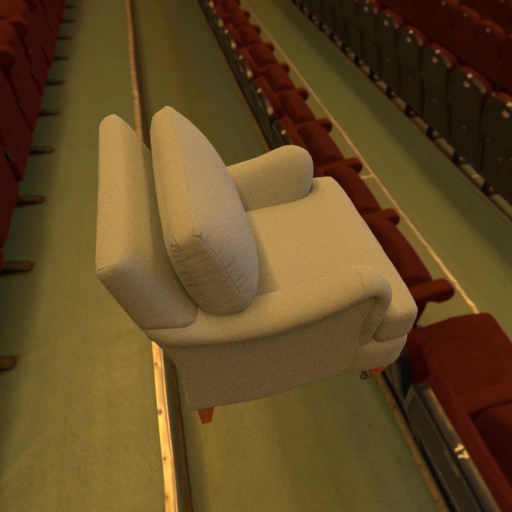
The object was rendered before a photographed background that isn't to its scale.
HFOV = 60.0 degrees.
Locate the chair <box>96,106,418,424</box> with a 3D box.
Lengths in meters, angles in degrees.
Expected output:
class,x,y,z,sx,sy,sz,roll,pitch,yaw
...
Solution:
class,x,y,z,sx,sy,sz,roll,pitch,yaw
chair,0.000,0.000,1.852,1.070,1.038,0.955,-9,45,-10
